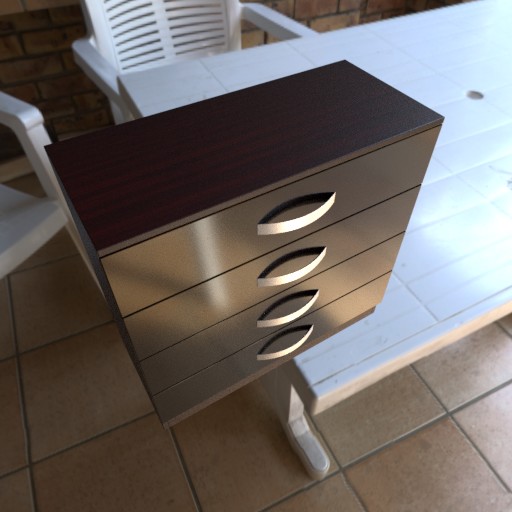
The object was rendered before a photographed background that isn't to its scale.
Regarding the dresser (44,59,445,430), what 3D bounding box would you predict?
[{"bbox_3d":[0.000,0.000,1.154,0.750,0.720,0.360,-24,52,-21],"label":"dresser"}]
